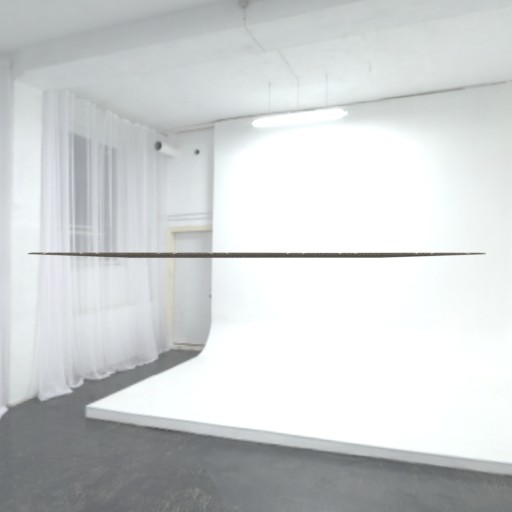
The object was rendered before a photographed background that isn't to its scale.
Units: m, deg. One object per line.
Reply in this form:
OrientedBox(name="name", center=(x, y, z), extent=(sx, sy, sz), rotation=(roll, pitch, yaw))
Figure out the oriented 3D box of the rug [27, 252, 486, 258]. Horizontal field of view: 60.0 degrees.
OrientedBox(name="rug", center=(0.000, 0.000, 4.184), extent=(3.062, 0.012, 2.457), rotation=(0, -1, -1))
